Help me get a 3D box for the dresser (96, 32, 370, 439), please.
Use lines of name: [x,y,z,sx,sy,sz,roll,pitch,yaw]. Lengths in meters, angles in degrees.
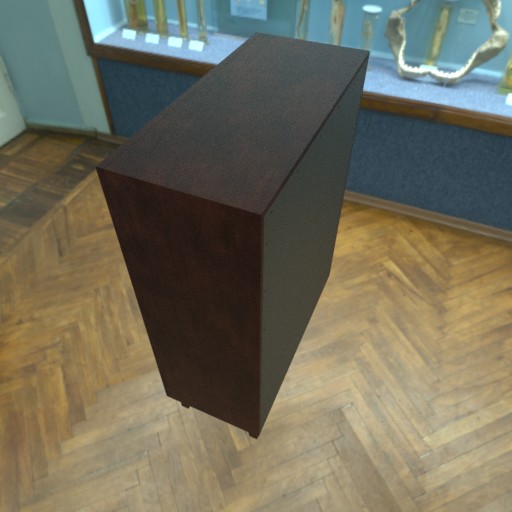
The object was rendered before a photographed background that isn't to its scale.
dresser: [0.000,0.000,2.014,0.506,1.514,1.072,18,49,16]
